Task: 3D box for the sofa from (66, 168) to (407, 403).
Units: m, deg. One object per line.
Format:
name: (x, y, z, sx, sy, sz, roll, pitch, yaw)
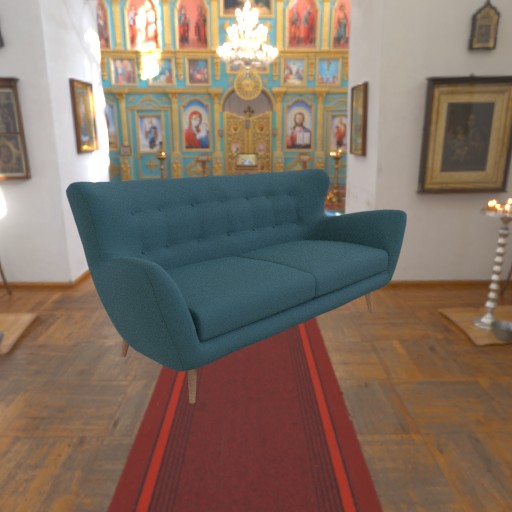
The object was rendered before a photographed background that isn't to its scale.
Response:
sofa: (0.000, 0.000, 2.483, 0.889, 0.890, 1.930, 13, 19, 43)
